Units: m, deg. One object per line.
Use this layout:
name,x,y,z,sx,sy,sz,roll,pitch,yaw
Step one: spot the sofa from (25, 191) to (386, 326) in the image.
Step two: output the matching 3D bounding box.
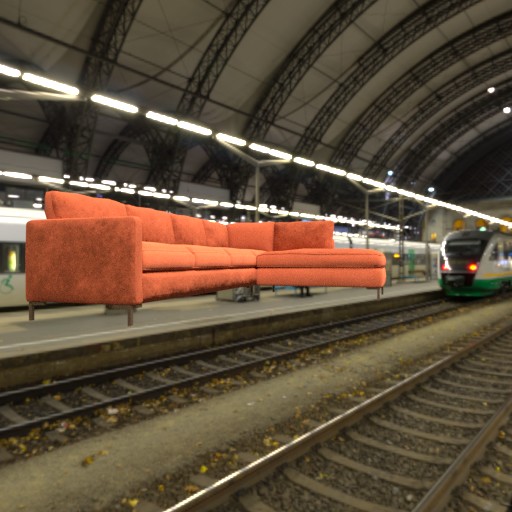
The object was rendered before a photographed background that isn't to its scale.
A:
sofa,0.000,0.000,3.487,1.879,0.757,2.736,0,-1,19
